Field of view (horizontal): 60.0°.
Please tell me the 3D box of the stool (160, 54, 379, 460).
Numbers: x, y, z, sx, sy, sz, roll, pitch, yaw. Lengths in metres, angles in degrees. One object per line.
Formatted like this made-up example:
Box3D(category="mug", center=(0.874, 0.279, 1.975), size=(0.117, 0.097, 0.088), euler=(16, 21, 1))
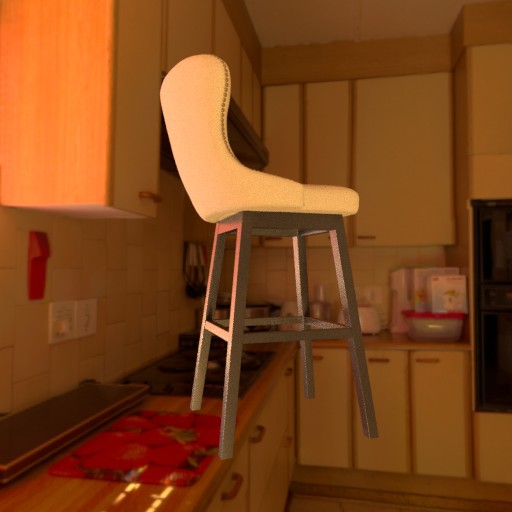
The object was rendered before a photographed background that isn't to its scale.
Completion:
Box3D(category="stool", center=(0.000, 0.000, 1.423), size=(0.605, 1.066, 0.528), euler=(1, -2, -19))
